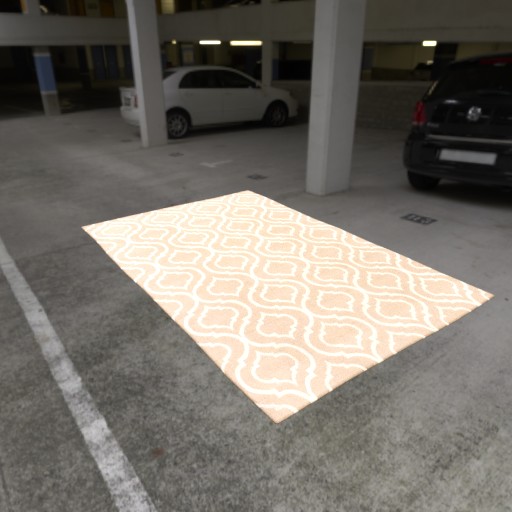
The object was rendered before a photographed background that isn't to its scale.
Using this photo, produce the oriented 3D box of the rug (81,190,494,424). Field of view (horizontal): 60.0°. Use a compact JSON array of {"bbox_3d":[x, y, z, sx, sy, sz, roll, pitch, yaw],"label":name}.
[{"bbox_3d":[0.000,0.000,2.140,1.152,0.013,1.761,-18,31,-32],"label":"rug"}]
